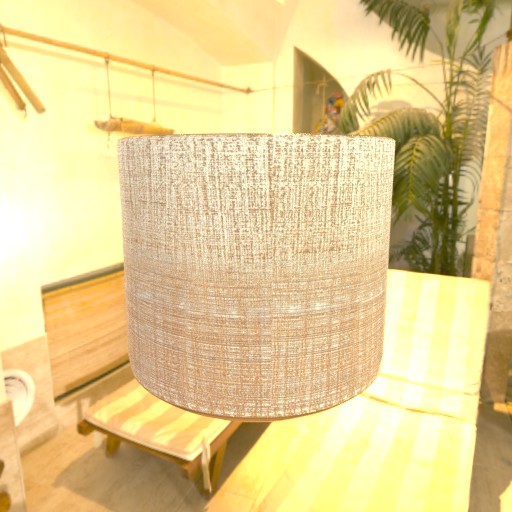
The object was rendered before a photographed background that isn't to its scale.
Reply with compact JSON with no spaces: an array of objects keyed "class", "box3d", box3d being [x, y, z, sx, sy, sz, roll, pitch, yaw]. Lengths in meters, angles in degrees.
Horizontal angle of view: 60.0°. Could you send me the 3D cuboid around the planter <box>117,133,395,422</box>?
[{"class":"planter","box3d":[0.000,0.000,0.188,0.109,0.096,0.109,0,13,0]}]
